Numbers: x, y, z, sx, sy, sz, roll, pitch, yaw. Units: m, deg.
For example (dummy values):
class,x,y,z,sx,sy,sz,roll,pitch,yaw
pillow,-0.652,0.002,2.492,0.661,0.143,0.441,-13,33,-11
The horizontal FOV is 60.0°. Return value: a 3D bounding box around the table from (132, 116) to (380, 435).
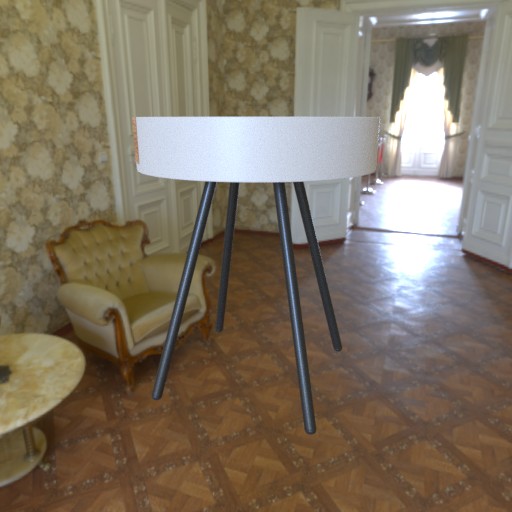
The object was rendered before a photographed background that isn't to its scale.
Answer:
class,x,y,z,sx,sy,sz,roll,pitch,yaw
table,0.000,0.000,0.878,0.450,0.525,0.450,0,17,0
